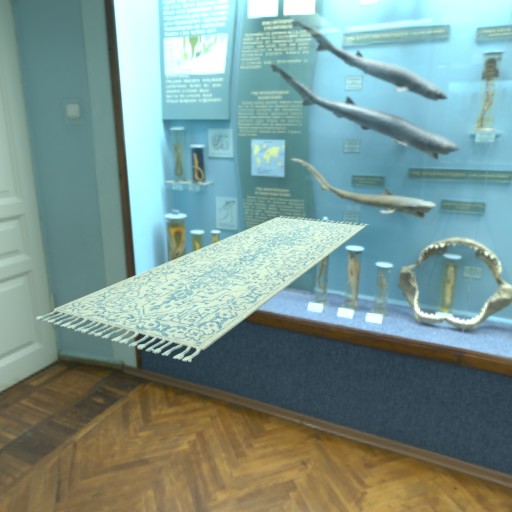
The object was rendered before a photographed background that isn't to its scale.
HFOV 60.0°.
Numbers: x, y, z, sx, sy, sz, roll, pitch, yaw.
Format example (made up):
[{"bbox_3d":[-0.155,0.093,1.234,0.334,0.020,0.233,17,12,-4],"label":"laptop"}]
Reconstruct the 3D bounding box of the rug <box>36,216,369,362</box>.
[{"bbox_3d":[0.000,0.000,2.667,0.774,0.011,2.449,8,18,26],"label":"rug"}]
